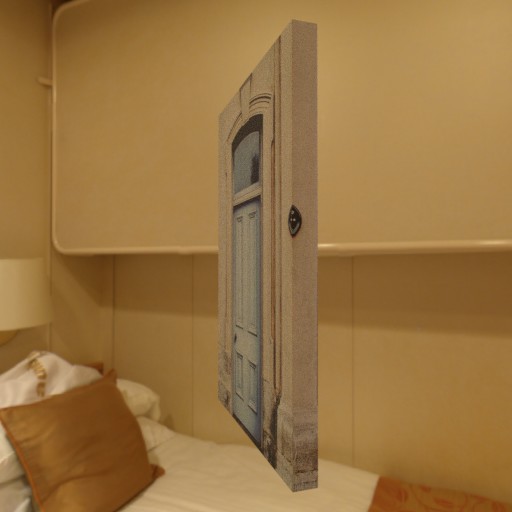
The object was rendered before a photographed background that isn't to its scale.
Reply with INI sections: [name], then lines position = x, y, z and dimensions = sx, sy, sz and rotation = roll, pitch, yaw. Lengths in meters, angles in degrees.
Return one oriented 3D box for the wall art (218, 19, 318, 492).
[wall art]
position = 0.000, 0.000, 0.765
dimensions = 0.036, 0.607, 0.403
rotation = 0, -1, -18
